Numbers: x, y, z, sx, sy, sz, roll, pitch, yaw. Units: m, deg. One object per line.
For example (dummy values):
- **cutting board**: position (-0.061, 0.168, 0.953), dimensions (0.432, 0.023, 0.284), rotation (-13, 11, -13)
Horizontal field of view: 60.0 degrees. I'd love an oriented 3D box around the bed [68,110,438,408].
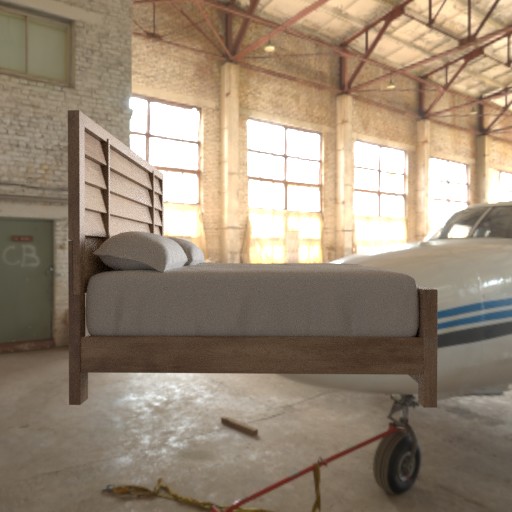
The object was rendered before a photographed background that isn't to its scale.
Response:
- **bed**: position (0.000, 0.000, 3.434), dimensions (2.032, 1.626, 2.032), rotation (0, 1, 1)
